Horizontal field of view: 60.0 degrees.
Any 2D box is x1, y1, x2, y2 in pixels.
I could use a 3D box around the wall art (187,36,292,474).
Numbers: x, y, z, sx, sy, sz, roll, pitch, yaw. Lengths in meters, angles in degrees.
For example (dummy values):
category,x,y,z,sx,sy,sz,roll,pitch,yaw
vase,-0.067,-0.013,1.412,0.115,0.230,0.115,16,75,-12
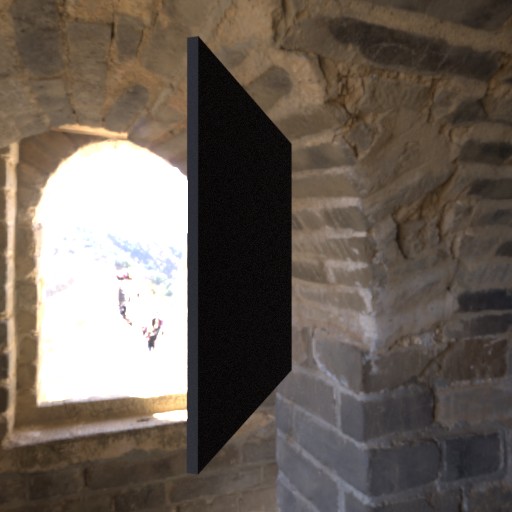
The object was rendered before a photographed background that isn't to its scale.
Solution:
category,x,y,z,sx,sy,sz,roll,pitch,yaw
wall art,0.000,0.000,0.682,0.013,0.458,0.456,0,0,17
